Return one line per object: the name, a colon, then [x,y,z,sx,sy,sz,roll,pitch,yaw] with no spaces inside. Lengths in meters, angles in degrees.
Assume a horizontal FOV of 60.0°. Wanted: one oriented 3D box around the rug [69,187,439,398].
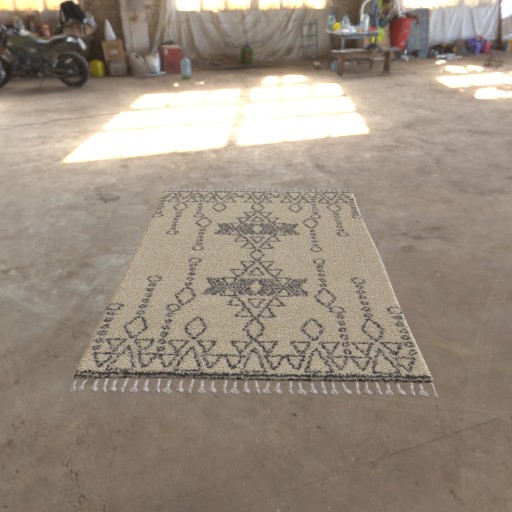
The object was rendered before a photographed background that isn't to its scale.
rug: [0.000,0.000,3.796,2.125,0.028,3.027,0,31,1]
